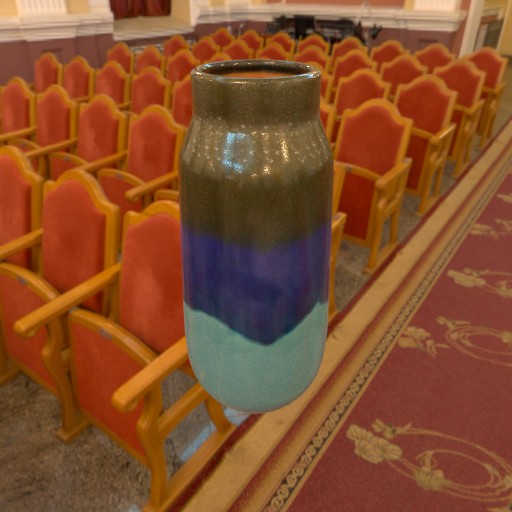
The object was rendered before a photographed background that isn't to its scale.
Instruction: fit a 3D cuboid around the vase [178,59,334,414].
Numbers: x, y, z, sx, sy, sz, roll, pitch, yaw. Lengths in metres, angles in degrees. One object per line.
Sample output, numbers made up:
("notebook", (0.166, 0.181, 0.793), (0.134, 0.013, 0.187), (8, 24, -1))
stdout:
("vase", (0.000, 0.000, 0.396), (0.139, 0.313, 0.139), (0, 31, 0))
